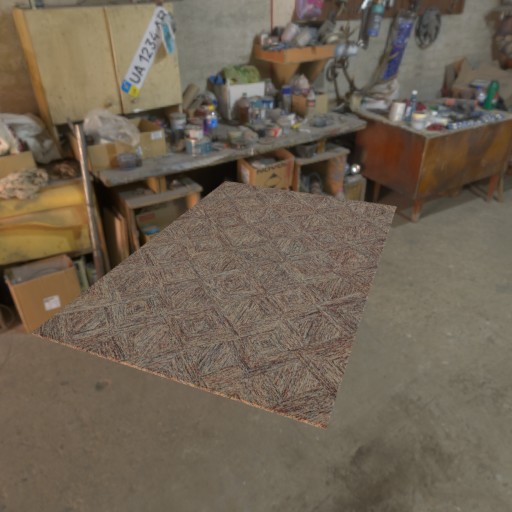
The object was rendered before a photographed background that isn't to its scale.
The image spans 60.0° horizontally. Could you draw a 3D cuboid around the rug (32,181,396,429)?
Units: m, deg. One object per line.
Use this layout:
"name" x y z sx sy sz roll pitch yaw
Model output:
"rug" 0.000 0.000 2.905 1.523 0.019 2.285 12 32 19
